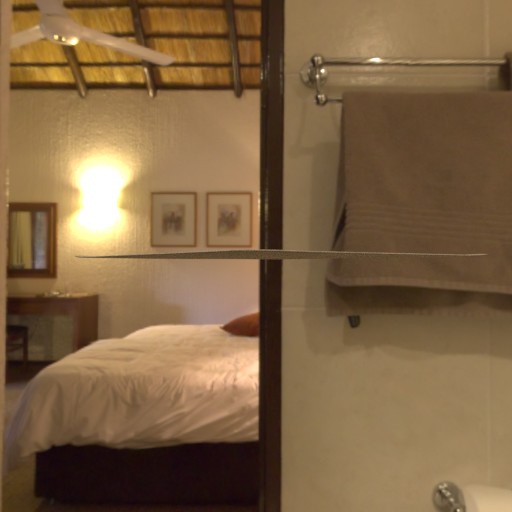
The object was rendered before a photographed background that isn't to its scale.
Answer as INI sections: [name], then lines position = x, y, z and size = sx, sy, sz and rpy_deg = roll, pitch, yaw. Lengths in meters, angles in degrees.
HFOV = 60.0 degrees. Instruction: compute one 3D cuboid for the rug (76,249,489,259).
[rug]
position = 0.000, 0.000, 3.926
size = 2.343, 0.026, 2.925
rpy_deg = 1, -1, -36
